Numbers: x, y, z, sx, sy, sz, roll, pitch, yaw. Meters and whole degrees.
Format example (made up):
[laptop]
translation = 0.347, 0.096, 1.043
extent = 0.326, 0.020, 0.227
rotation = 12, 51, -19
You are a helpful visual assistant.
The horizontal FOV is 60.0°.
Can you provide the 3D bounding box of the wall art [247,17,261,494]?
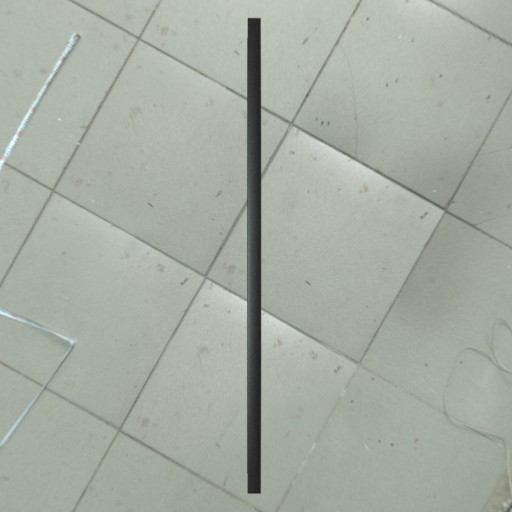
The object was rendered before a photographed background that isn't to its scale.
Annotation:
[wall art]
translation = 0.000, 0.000, 0.563
extent = 0.013, 0.306, 0.440
rotation = 0, 90, 1
